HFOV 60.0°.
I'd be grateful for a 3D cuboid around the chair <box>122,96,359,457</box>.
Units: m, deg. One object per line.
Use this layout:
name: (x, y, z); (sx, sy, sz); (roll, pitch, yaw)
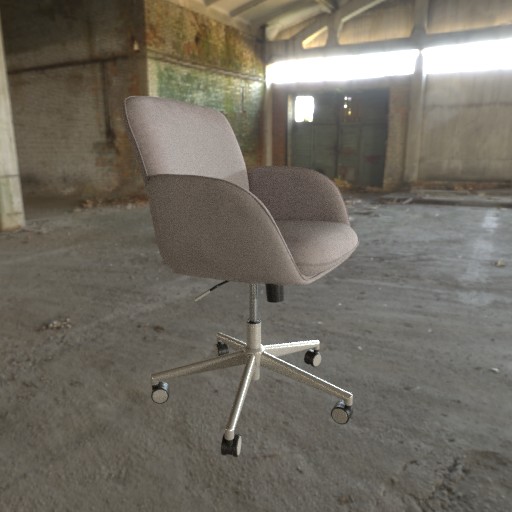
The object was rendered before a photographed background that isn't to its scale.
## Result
chair: (0.000, 0.000, 1.376); (0.654, 0.959, 0.648); (7, 15, 28)
